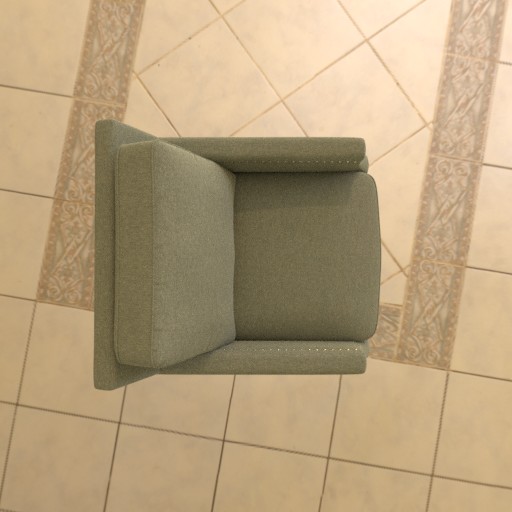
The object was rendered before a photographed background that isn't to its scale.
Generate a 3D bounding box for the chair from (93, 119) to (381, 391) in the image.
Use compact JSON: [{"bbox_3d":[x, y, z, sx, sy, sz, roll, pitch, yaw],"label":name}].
[{"bbox_3d":[0.000,0.000,1.793,1.031,1.031,0.885,0,89,0],"label":"chair"}]
